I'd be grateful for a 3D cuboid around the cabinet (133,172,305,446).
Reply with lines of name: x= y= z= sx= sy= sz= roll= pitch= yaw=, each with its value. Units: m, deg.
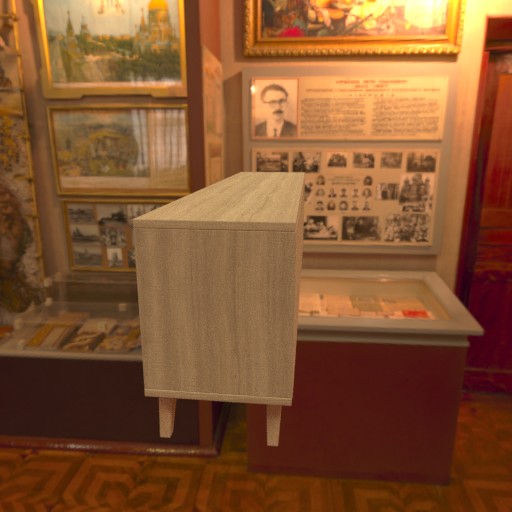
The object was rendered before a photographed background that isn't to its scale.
cabinet: x=0.000 y=0.000 z=2.476 sx=0.499 sy=0.779 sz=2.198 roll=2 pitch=15 yaw=7
